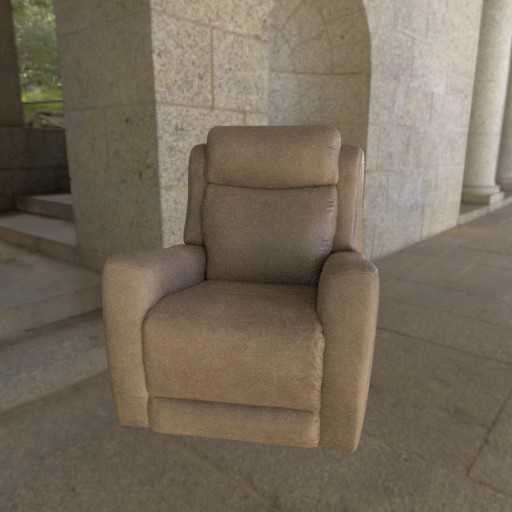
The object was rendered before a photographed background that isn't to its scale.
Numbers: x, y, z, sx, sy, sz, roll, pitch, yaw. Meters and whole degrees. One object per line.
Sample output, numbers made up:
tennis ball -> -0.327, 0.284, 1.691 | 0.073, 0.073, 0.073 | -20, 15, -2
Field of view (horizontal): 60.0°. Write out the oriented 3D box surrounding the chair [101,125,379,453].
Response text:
chair -> 0.000, 0.000, 1.912 | 0.967, 1.116, 1.068 | 3, 14, 11
